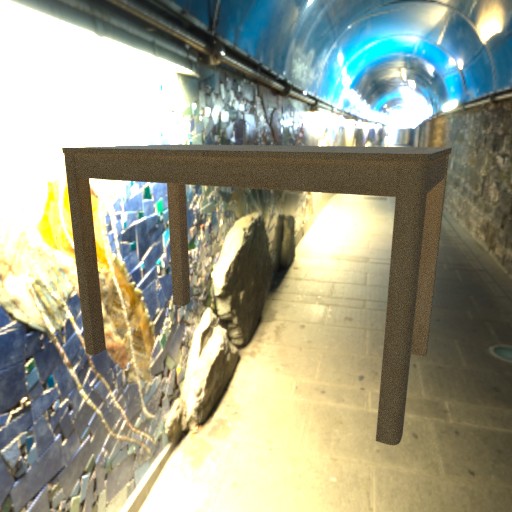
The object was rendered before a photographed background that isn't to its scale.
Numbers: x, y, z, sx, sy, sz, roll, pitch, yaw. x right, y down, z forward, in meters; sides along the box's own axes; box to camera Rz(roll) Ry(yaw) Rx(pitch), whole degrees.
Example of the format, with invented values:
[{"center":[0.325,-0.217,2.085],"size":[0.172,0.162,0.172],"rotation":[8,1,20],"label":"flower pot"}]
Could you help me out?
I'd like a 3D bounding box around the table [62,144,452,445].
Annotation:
[{"center":[0.000,0.000,1.893],"size":[1.400,0.900,0.750],"rotation":[8,17,26],"label":"table"}]
